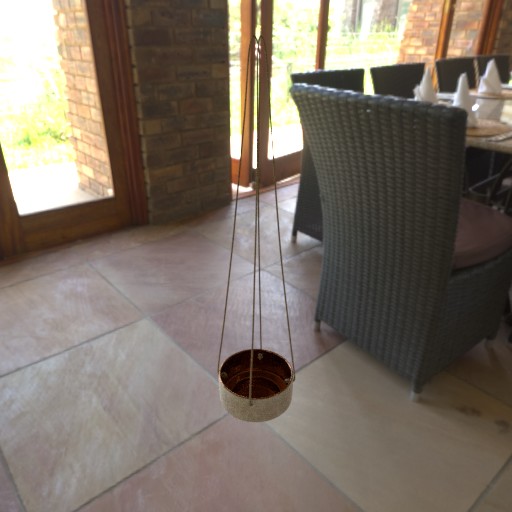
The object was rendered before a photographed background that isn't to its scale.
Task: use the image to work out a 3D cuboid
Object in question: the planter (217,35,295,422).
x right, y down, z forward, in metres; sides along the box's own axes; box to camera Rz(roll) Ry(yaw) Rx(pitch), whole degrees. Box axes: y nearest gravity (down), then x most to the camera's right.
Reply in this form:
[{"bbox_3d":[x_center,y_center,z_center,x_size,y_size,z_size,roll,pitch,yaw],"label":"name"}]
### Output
[{"bbox_3d":[0.000,0.000,1.154,0.223,1.030,0.223,-19,32,-33],"label":"planter"}]
